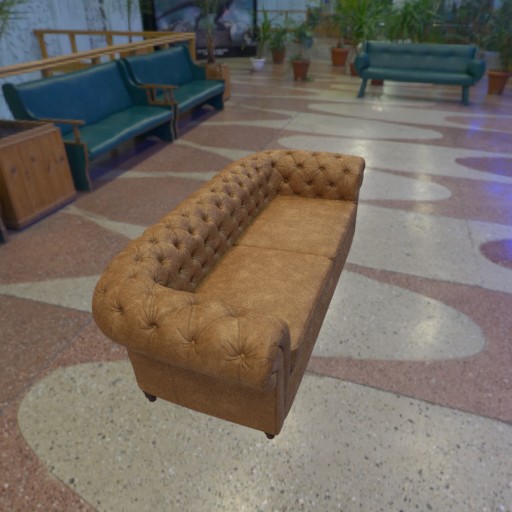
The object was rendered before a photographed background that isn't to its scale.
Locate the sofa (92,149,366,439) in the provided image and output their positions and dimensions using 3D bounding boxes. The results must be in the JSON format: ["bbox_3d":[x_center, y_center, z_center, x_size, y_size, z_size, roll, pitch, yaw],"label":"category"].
[{"bbox_3d":[0.000,0.000,2.769,0.989,0.760,2.365,11,32,17],"label":"sofa"}]
